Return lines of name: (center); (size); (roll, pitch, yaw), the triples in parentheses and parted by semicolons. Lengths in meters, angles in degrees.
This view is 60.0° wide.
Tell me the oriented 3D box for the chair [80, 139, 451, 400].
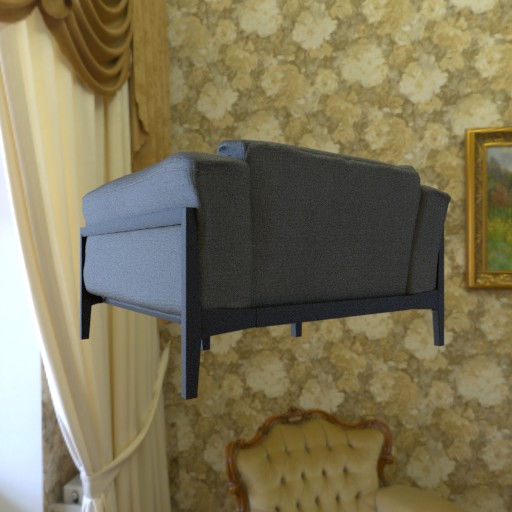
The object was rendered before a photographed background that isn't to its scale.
chair: (0.000, 0.000, 1.658); (1.056, 0.646, 0.969); (0, 0, -36)
